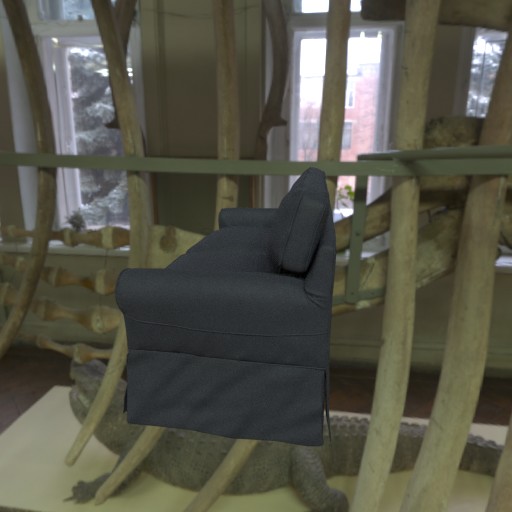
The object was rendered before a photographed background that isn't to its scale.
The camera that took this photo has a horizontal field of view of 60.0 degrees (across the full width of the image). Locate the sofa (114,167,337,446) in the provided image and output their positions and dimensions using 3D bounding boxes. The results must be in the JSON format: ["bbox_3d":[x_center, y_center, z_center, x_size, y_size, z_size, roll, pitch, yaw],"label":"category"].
[{"bbox_3d":[0.000,0.000,2.890,0.983,1.094,2.256,2,14,8],"label":"sofa"}]
